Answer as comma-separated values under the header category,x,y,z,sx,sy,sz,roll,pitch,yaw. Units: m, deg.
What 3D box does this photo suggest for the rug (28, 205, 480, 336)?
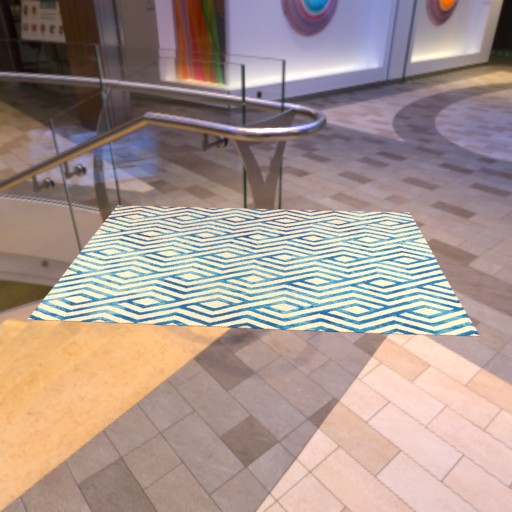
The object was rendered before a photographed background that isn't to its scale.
category,x,y,z,sx,sy,sz,roll,pitch,yaw
rug,0.000,0.000,3.036,2.439,0.008,1.531,2,31,3
